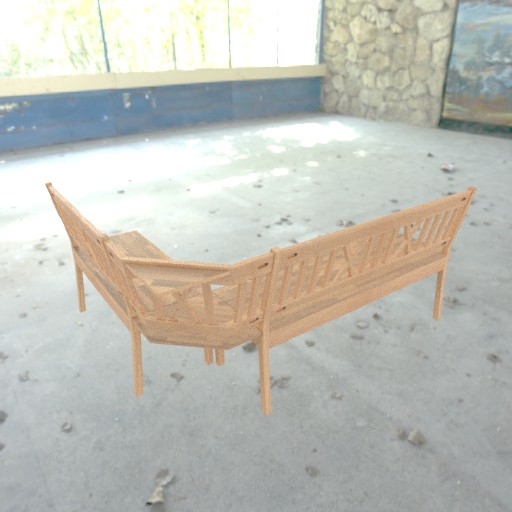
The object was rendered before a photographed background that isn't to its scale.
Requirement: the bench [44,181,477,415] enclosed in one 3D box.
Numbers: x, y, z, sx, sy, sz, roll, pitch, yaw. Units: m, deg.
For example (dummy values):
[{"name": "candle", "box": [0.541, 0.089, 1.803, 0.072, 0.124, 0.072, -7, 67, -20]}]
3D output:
[{"name": "bench", "box": [0.000, 0.000, 2.721, 1.937, 0.902, 1.537, -17, 31, -32]}]
